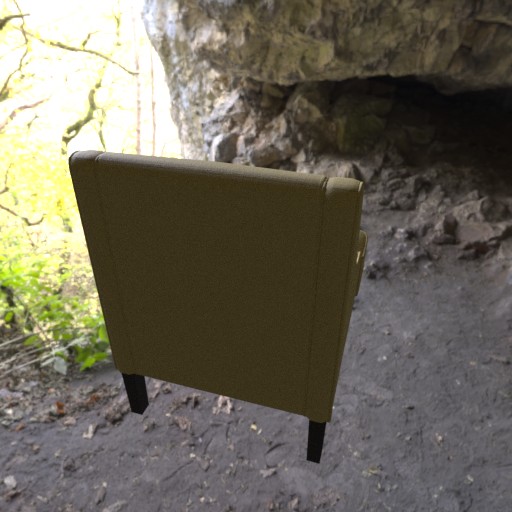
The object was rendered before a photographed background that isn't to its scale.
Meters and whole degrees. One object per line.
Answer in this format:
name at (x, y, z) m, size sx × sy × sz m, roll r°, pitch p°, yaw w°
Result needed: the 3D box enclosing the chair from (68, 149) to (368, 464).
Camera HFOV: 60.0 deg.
chair at (0.000, 0.000, 1.490) m, size 0.696 × 0.896 × 0.814 m, roll 9°, pitch 33°, yaw 14°
